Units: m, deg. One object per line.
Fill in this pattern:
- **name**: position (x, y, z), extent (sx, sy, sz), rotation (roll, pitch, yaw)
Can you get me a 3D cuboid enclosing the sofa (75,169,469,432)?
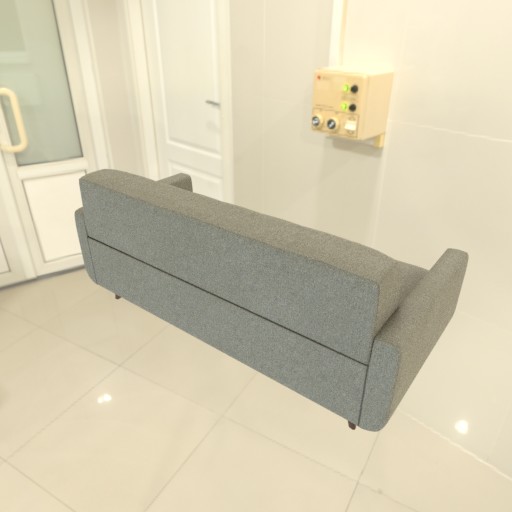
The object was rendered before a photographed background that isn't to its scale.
- **sofa**: position (0.000, 0.000, 2.545), extent (2.055, 0.873, 0.968), rotation (20, 35, 32)
